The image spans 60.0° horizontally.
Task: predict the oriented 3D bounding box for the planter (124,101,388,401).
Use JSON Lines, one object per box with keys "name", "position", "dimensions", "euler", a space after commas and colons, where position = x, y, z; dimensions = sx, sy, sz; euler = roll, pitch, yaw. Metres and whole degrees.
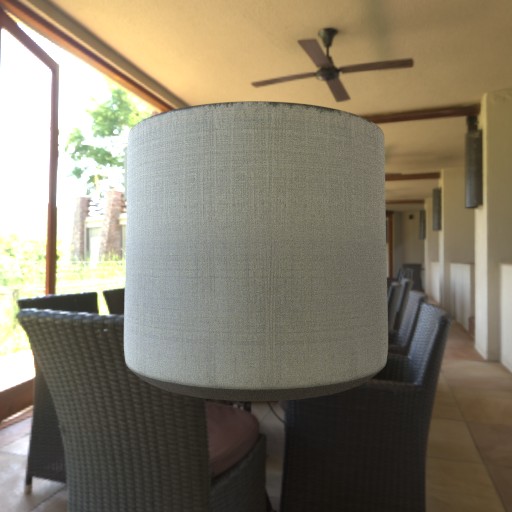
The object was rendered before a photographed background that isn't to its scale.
{"name": "planter", "position": [0.000, 0.000, 0.396], "dimensions": [0.226, 0.201, 0.226], "euler": [0, -1, 0]}
